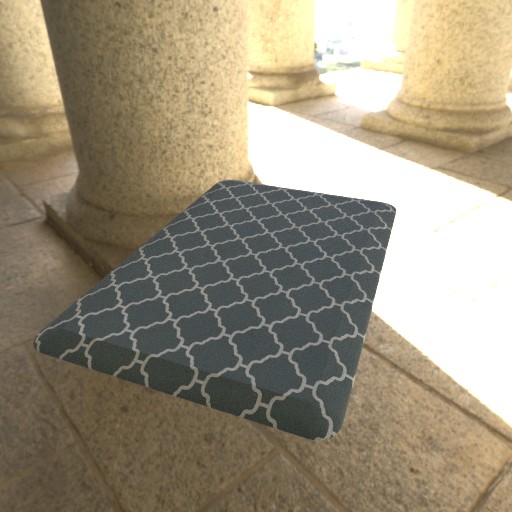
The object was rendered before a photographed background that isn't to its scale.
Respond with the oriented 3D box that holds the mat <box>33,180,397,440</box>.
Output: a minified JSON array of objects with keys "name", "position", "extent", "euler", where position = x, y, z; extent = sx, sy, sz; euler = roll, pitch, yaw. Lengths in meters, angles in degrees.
[{"name":"mat","position":[0.000,0.000,0.931],"extent":[0.508,0.021,0.762],"euler":[11,33,18]}]
